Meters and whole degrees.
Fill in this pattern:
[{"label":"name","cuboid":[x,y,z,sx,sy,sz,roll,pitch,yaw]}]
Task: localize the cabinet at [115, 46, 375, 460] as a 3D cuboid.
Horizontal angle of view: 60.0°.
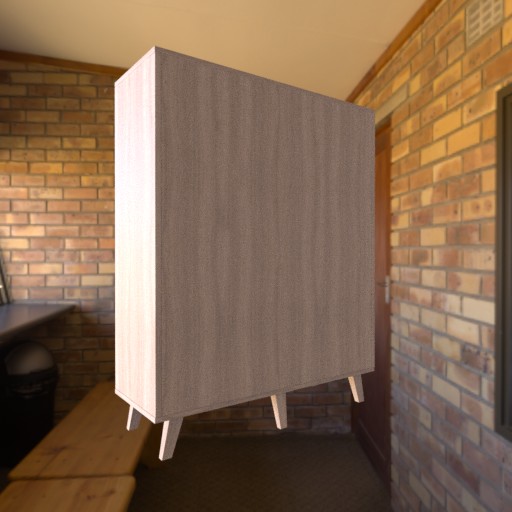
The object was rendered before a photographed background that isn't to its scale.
[{"label":"cabinet","cuboid":[0.000,0.000,1.944,1.111,1.388,0.398,0,1,-36]}]
